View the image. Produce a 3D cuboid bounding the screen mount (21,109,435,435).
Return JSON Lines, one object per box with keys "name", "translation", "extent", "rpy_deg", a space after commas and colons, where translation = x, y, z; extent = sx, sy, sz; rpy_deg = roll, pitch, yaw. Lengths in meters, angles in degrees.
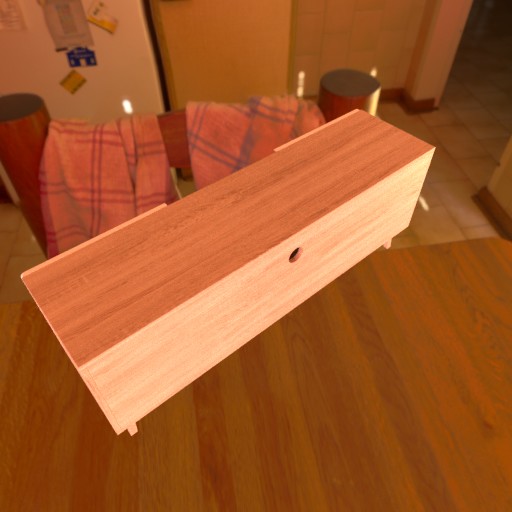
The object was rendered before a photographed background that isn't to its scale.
{"name": "screen mount", "translation": [0.000, 0.000, 1.740], "extent": [1.500, 0.570, 0.420], "rpy_deg": [-32, 55, -26]}
